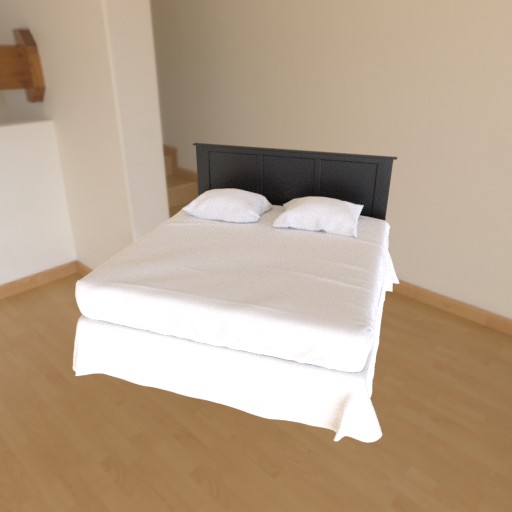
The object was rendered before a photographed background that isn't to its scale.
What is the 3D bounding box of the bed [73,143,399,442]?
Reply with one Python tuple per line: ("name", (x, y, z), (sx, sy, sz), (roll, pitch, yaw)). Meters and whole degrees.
("bed", (0.000, 0.000, 3.590), (2.315, 1.271, 2.219), (8, 27, 17))
